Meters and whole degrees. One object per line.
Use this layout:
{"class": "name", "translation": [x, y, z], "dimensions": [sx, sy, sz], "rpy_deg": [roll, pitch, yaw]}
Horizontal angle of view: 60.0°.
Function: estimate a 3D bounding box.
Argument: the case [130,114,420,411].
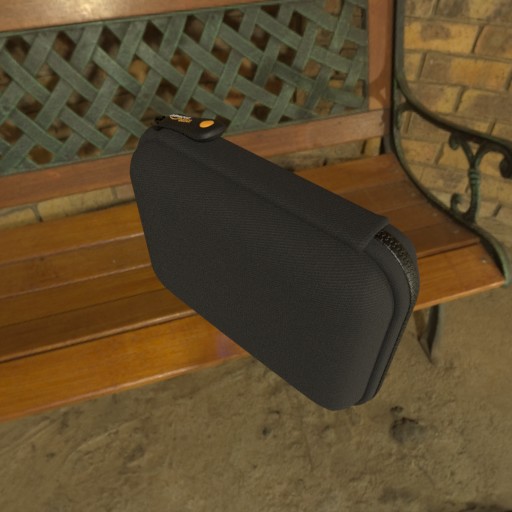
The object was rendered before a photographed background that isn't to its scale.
{"class": "case", "translation": [0.000, 0.000, 0.185], "dimensions": [0.132, 0.105, 0.038], "rpy_deg": [32, 54, 28]}
